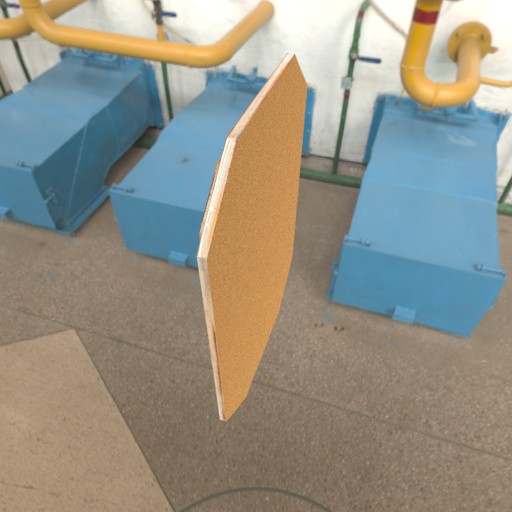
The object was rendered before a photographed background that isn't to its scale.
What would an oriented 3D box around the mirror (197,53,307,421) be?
[{"bbox_3d":[0.000,0.000,1.291,0.061,1.015,0.709,14,48,13],"label":"mirror"}]
